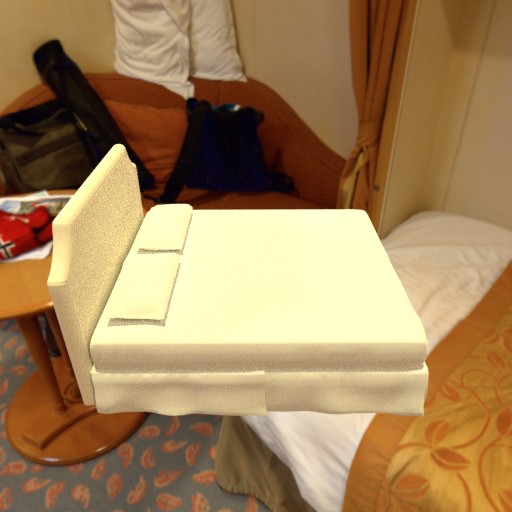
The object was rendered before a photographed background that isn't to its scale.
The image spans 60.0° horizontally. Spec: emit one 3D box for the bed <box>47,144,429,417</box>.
[{"bbox_3d":[0.000,0.000,4.094,2.773,1.590,2.350,0,32,0],"label":"bed"}]
